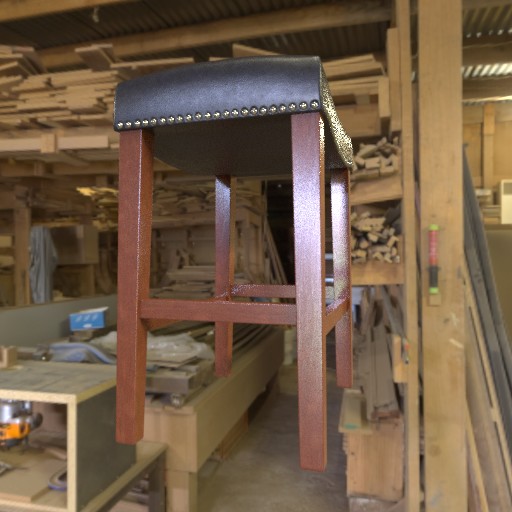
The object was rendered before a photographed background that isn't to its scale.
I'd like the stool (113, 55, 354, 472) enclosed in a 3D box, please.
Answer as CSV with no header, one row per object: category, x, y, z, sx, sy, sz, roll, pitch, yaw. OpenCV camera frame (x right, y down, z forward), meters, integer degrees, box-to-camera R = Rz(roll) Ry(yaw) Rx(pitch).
stool,0.000,0.000,0.947,0.372,0.654,0.504,0,0,17
